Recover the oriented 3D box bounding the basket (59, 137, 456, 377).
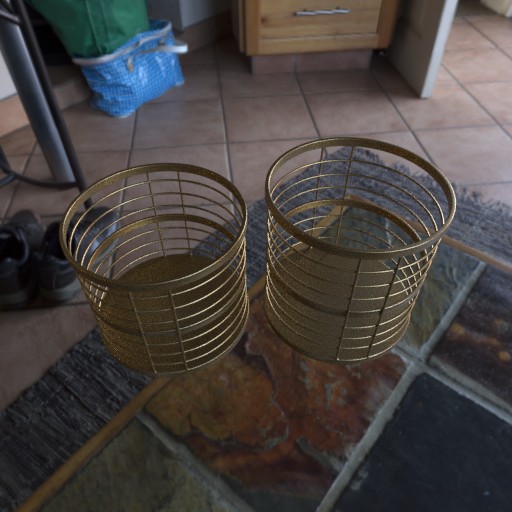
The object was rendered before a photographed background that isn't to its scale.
[{"bbox_3d":[0.000,0.000,0.958,0.746,0.351,0.356,-3,46,-3],"label":"basket"}]
